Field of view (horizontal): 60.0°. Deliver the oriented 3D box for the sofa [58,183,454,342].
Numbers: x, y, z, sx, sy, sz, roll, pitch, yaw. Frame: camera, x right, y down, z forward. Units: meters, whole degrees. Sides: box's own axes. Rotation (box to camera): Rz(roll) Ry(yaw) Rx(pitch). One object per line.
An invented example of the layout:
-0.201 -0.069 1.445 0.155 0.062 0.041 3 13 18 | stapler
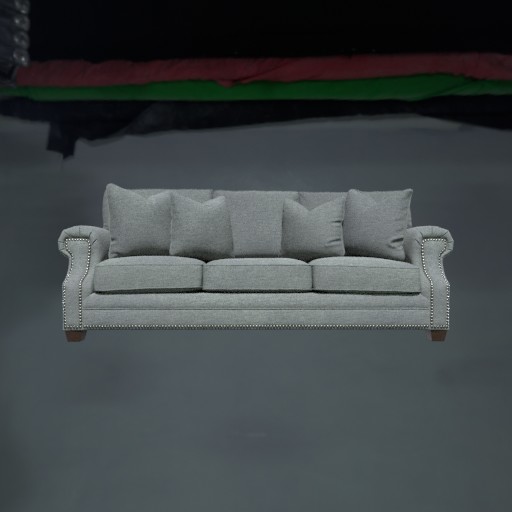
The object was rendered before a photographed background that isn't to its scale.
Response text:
0.000 0.000 2.920 2.312 0.975 0.965 0 -1 0 | sofa
